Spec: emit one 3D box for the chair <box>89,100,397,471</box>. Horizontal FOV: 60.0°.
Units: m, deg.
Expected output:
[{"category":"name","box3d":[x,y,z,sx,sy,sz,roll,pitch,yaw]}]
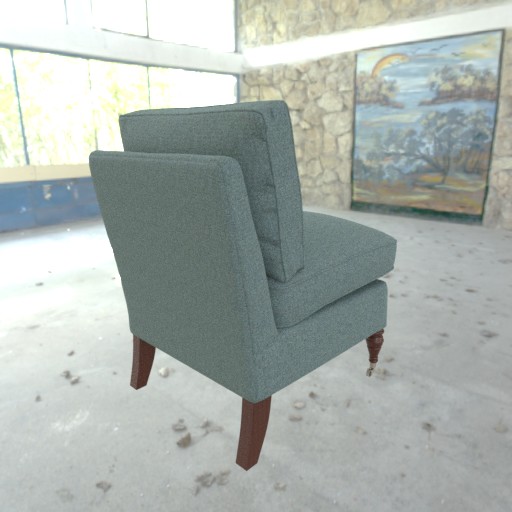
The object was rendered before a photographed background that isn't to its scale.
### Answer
[{"category":"chair","box3d":[0.000,0.000,1.425,0.624,0.901,0.796,14,21,43]}]
